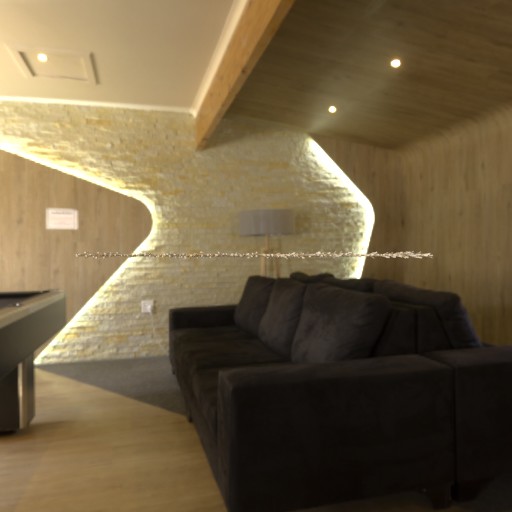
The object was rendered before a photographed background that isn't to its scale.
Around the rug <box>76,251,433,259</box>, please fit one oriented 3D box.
[{"bbox_3d":[0.000,0.000,2.506,1.224,0.028,2.023,0,0,0],"label":"rug"}]
